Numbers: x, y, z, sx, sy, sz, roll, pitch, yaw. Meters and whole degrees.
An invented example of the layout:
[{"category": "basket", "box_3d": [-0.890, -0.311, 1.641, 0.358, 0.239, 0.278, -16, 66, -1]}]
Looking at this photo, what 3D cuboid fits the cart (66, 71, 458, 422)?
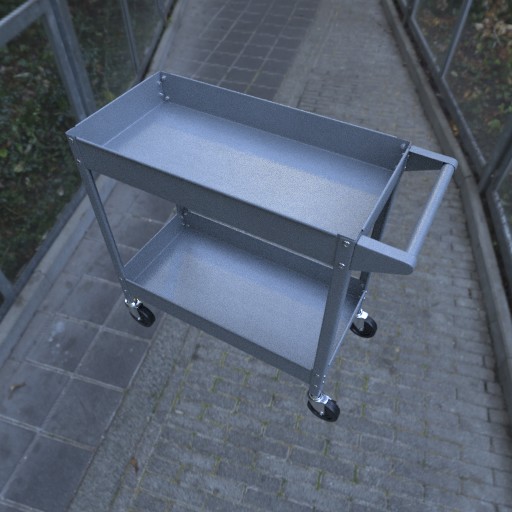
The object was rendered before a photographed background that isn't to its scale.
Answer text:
[{"category": "cart", "box_3d": [0.000, 0.000, 1.202, 0.779, 0.719, 0.366, 23, 52, 19]}]
